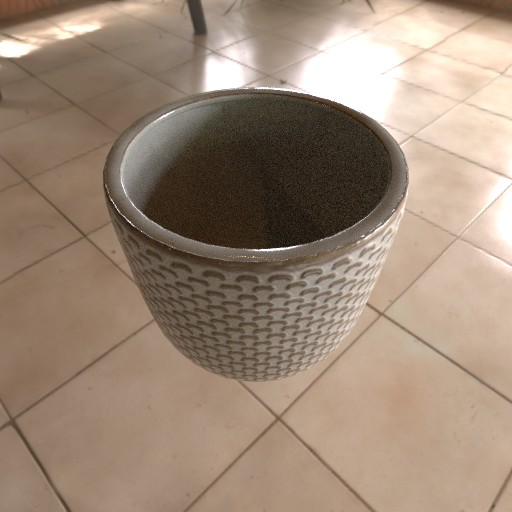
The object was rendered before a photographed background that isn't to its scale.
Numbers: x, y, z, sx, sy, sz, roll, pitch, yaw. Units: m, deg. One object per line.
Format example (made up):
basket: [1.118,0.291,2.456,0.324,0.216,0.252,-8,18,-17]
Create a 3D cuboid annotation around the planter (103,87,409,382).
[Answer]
planter: [0.000,0.000,0.355,0.197,0.191,0.197,0,46,0]
